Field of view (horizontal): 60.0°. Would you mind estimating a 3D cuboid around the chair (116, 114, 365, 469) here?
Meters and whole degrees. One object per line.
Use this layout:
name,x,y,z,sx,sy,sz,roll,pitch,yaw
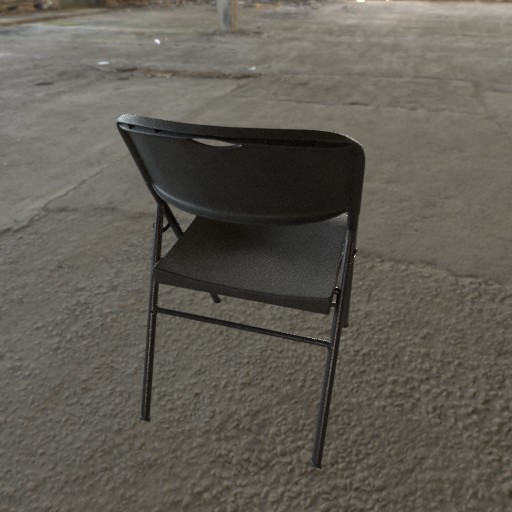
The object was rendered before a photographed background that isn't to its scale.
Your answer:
chair,0.000,0.000,1.129,0.494,0.810,0.567,9,33,14
